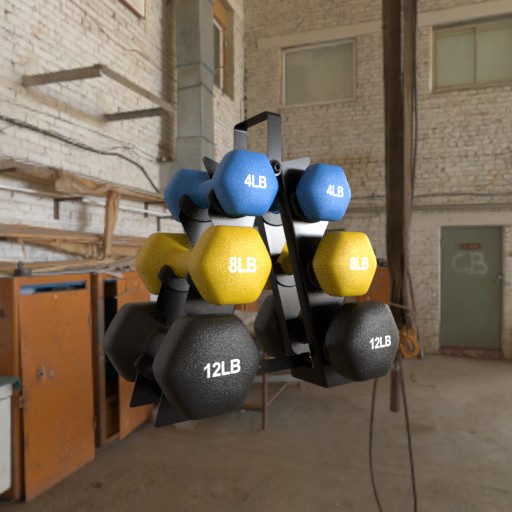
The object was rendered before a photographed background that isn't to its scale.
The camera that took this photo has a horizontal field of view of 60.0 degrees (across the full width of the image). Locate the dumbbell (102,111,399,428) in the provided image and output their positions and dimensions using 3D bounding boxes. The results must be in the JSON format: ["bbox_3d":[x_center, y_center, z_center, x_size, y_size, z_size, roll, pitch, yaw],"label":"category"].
[{"bbox_3d":[0.000,0.000,0.690,0.409,0.426,0.255,0,0,-35],"label":"dumbbell"}]
